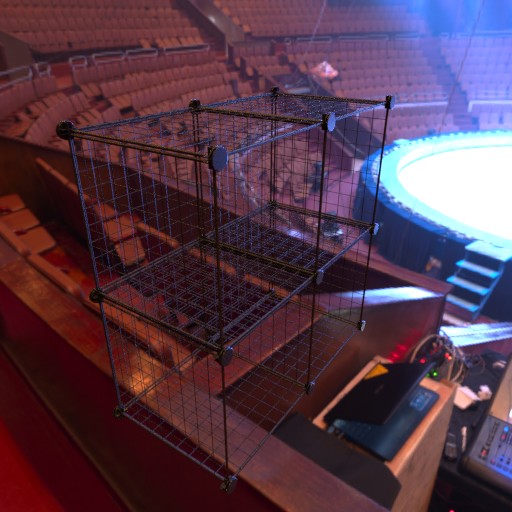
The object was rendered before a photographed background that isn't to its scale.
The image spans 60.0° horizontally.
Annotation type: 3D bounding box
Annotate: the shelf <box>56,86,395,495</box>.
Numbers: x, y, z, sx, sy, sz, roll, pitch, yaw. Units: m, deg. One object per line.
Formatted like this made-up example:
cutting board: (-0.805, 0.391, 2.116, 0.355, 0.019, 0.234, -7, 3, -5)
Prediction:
shelf: (0.000, 0.000, 1.096, 0.356, 0.711, 0.711, 17, 32, 31)
